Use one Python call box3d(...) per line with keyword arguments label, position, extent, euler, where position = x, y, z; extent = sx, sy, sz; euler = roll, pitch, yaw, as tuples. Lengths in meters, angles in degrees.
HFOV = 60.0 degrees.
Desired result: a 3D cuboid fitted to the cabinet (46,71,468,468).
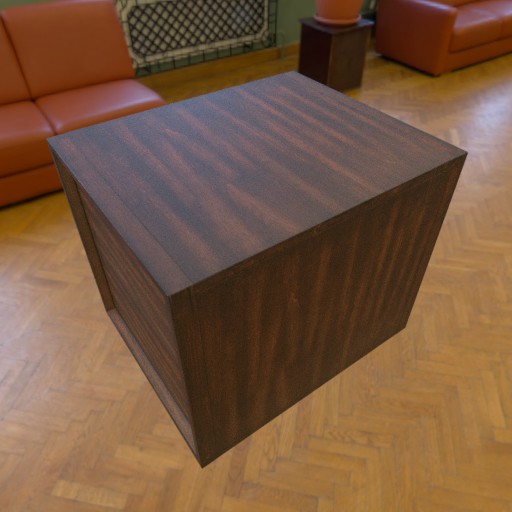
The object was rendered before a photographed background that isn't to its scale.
box3d(label="cabinet", position=(0.000, 0.000, 0.816), extent=(0.500, 0.455, 0.402), euler=(-26, 48, -26))
